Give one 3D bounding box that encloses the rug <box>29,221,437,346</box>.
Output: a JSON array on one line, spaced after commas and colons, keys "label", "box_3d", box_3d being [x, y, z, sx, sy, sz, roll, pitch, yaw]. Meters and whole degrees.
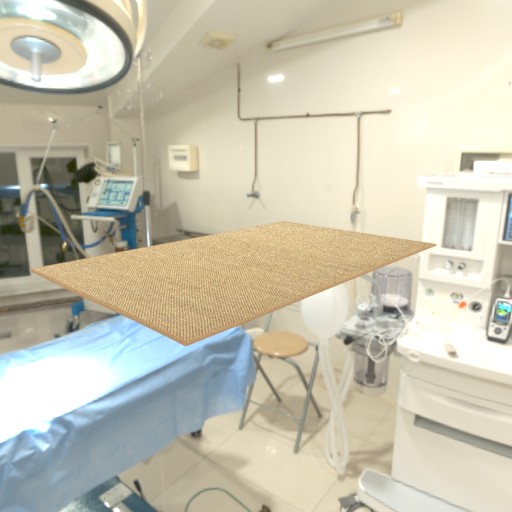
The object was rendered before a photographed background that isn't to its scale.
[{"label": "rug", "box_3d": [0.000, 0.000, 2.099, 1.061, 0.012, 1.668, 13, 19, 42]}]
